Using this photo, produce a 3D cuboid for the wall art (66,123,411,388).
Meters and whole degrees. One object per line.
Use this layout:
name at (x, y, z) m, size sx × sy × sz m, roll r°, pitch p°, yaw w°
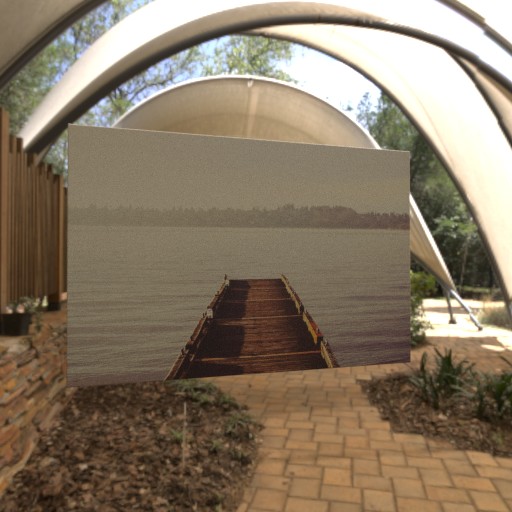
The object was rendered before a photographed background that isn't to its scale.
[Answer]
wall art at (0.000, 0.000, 1.165) m, size 0.916 × 0.609 × 0.037 m, roll 0°, pitch -1°, yaw -16°
